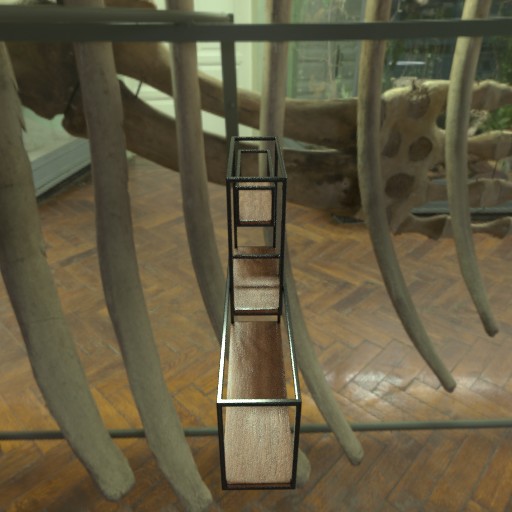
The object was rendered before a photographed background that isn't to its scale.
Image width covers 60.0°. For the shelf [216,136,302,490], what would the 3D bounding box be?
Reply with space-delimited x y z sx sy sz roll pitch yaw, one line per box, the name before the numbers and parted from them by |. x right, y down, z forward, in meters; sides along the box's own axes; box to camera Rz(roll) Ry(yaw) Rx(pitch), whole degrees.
shelf | 0.000 0.000 2.166 0.275 0.972 1.781 0 30 -1
